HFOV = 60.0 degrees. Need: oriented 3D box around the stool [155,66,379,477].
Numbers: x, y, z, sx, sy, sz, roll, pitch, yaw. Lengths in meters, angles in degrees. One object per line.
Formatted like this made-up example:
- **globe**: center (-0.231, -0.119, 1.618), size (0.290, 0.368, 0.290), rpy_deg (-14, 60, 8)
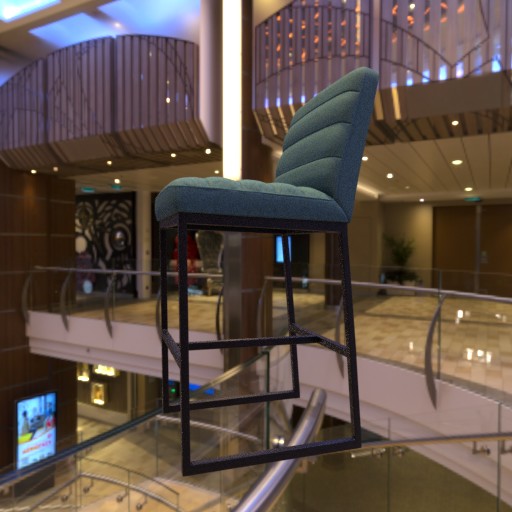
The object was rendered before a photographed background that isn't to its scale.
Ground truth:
- **stool**: center (0.000, 0.000, 1.330), size (0.560, 1.040, 0.460), rpy_deg (0, 2, -18)
